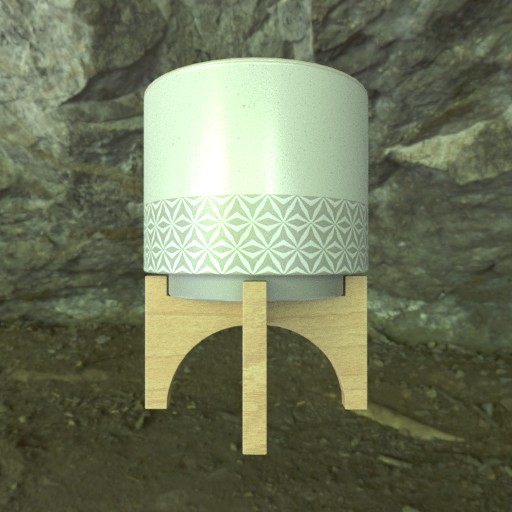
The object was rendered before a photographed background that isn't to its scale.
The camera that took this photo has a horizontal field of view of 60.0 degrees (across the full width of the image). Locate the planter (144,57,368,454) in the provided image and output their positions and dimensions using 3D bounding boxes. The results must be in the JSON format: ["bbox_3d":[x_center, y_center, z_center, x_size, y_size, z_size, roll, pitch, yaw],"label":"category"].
[{"bbox_3d":[0.000,0.000,0.383,0.188,0.260,0.188,0,0,0],"label":"planter"}]
